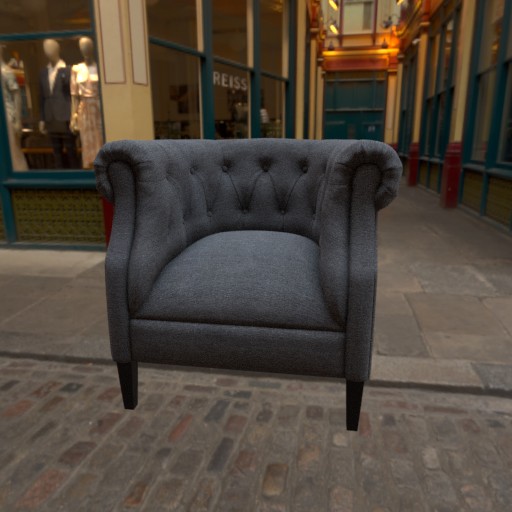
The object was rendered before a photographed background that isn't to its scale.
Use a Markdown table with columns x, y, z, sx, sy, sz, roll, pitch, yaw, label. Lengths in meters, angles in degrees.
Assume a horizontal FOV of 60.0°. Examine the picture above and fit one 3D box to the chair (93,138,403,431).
| x | y | z | sx | sy | sz | roll | pitch | yaw | label |
| --- | --- | --- | --- | --- | --- | --- | --- | --- | --- |
| 0.000 | 0.000 | 1.611 | 0.905 | 0.827 | 0.852 | 2 | 15 | 8 | chair |
